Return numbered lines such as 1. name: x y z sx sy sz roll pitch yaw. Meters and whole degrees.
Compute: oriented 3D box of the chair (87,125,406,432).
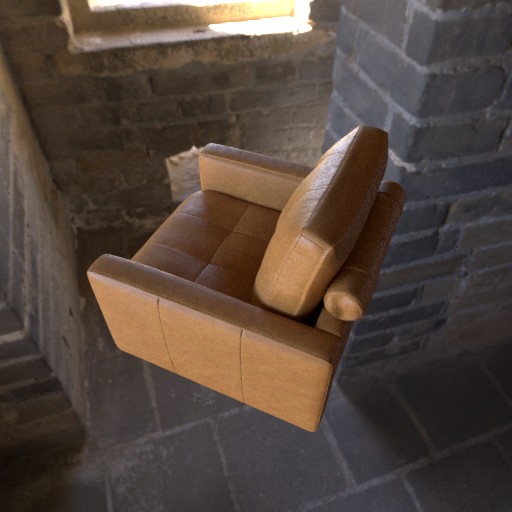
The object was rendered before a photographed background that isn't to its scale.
1. chair: 0.000 0.000 1.596 0.868 0.896 0.831 18 49 17
